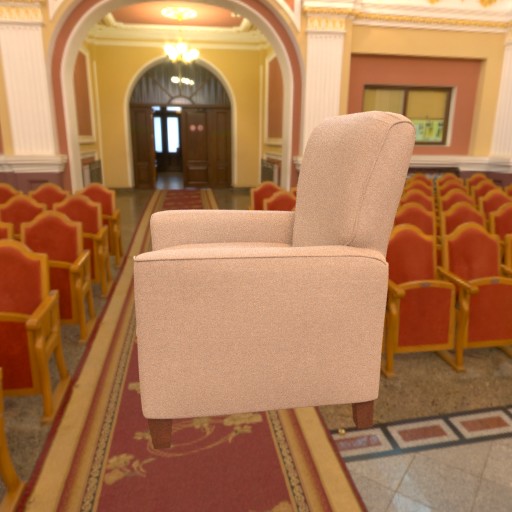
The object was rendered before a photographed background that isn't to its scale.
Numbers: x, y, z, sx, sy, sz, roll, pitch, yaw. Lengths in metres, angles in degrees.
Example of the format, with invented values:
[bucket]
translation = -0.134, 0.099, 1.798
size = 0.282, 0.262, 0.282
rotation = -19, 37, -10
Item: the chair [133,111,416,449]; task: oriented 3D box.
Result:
[chair]
translation = 0.000, 0.000, 1.664
size = 0.858, 1.023, 0.841
rotation = -2, 15, -8
